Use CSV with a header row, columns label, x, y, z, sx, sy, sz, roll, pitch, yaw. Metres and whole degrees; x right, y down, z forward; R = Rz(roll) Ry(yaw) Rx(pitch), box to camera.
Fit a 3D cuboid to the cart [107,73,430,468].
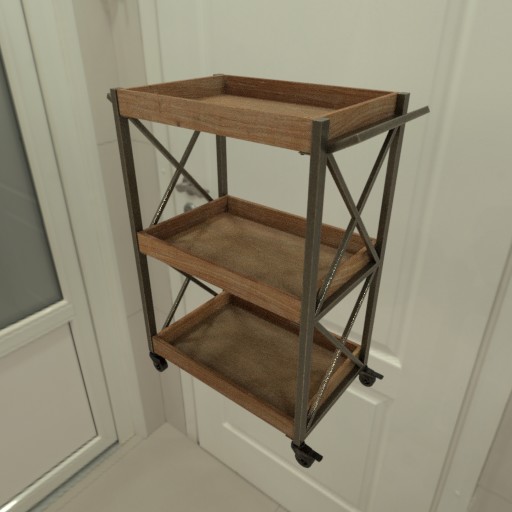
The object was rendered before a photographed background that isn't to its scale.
label,x,y,z,sx,sy,sz,roll,pitch,yaw
cart,0.000,0.000,1.182,0.673,0.835,0.377,21,35,33
